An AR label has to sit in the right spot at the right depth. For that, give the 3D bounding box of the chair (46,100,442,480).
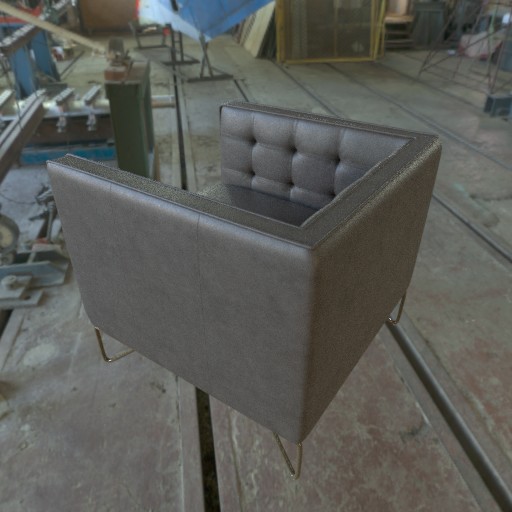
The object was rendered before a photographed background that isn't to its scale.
[{"bbox_3d":[0.000,0.000,1.535,0.894,0.790,0.880,21,38,29],"label":"chair"}]
